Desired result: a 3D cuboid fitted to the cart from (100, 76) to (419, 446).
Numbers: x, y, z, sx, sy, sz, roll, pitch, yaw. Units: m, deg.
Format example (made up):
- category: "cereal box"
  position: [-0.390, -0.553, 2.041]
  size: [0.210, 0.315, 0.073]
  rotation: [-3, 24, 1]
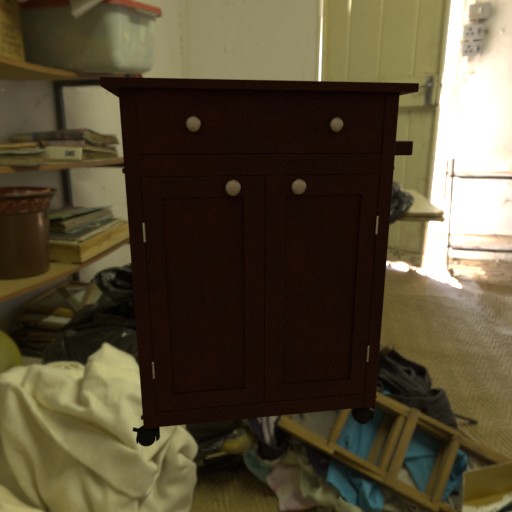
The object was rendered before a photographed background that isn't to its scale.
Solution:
- category: "cart"
  position: [0.000, 0.000, 1.233]
  size: [0.683, 0.864, 0.442]
  rotation: [-2, 15, -9]
